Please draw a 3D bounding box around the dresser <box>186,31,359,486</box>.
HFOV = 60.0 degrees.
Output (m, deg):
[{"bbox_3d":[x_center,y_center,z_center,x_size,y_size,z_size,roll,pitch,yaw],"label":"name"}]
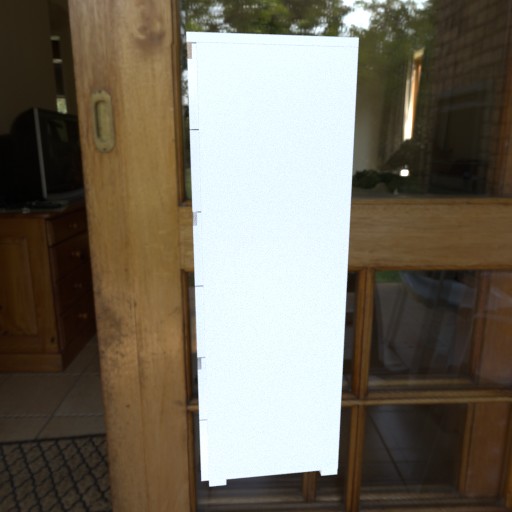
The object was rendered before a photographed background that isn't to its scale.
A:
[{"bbox_3d":[0.000,0.000,1.462,0.400,1.190,0.650,-2,13,-7],"label":"dresser"}]
